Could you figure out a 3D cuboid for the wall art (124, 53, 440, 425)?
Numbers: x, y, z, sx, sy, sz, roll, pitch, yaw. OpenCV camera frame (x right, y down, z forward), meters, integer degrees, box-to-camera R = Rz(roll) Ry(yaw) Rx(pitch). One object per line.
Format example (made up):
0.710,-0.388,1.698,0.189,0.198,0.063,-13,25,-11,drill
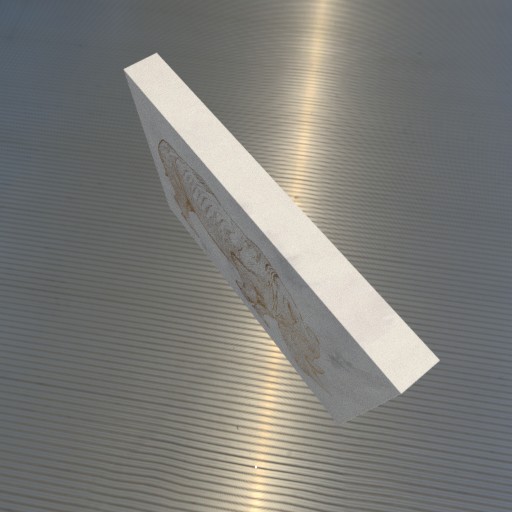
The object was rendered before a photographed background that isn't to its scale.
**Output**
0.000,0.000,0.486,0.038,0.254,0.381,-34,69,-15,wall art
